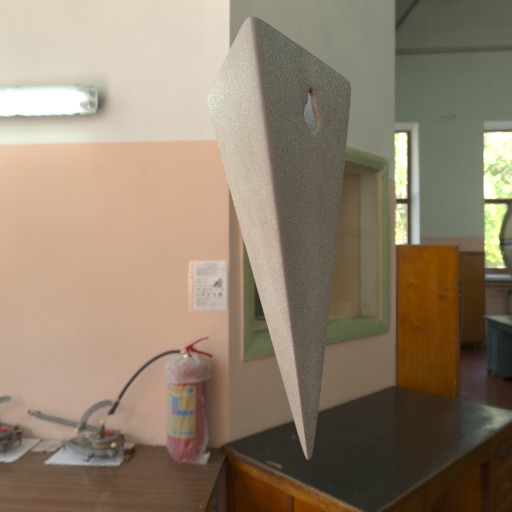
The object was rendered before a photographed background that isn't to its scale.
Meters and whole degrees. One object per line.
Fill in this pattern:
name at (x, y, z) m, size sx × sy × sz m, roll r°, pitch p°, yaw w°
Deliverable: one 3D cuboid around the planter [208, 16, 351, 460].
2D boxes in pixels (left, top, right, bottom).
planter at (0.000, 0.000, 0.268) m, size 0.081 × 0.224 × 0.101 m, roll -1°, pitch -1°, yaw 39°
